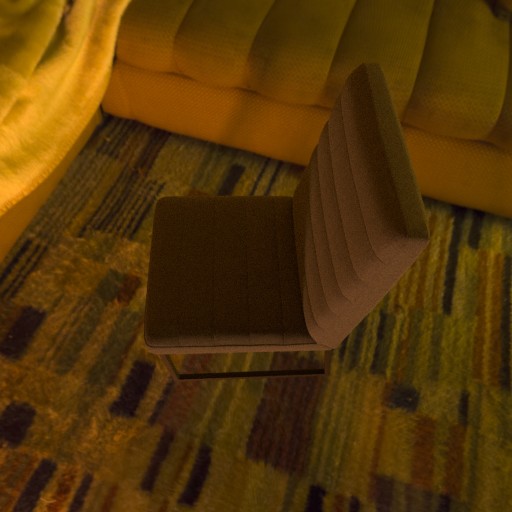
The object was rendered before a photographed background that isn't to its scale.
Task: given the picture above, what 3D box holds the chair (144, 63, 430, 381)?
[{"bbox_3d":[0.000,0.000,1.300,0.634,0.930,0.520,-2,59,-1],"label":"chair"}]
